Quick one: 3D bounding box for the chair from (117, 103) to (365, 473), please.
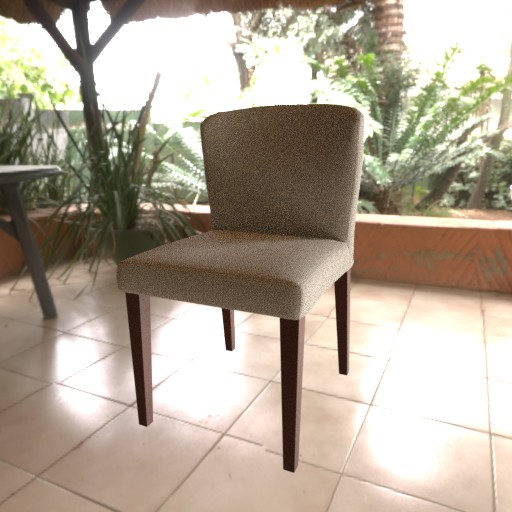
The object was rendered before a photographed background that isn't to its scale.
[{"bbox_3d":[0.000,0.000,1.216,0.491,0.839,0.589,6,15,24],"label":"chair"}]
